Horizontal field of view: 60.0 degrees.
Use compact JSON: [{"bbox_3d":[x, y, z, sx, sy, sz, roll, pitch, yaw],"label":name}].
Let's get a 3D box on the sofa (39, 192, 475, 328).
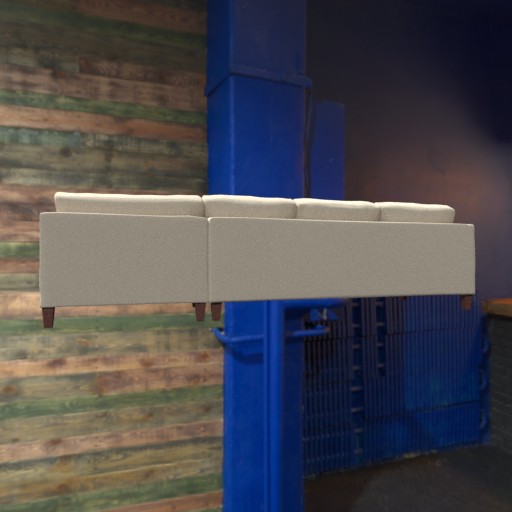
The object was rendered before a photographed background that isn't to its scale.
[{"bbox_3d":[0.000,0.000,3.839,3.186,0.861,1.625,0,0,-17],"label":"sofa"}]
